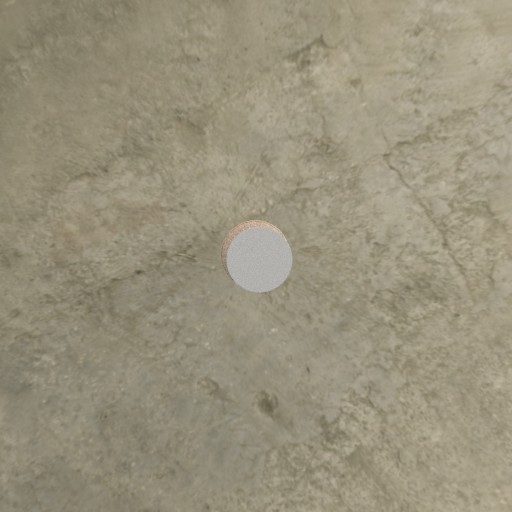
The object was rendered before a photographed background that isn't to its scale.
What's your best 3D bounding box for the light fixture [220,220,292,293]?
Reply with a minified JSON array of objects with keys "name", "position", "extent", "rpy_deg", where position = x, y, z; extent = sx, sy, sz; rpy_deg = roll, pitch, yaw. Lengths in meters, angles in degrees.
[{"name":"light fixture","position":[0.000,0.000,2.131],"extent":[0.457,2.019,0.457],"rpy_deg":[0,91,0]}]
